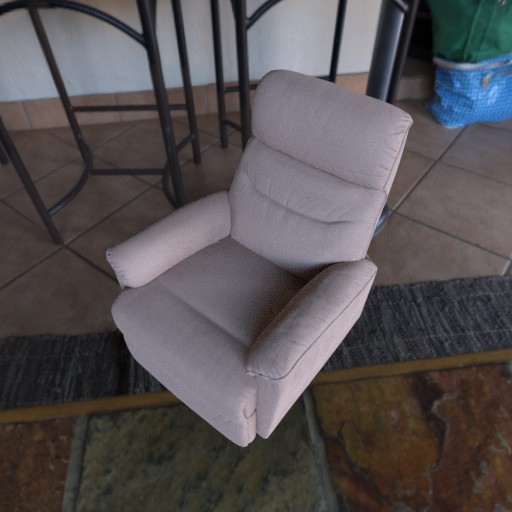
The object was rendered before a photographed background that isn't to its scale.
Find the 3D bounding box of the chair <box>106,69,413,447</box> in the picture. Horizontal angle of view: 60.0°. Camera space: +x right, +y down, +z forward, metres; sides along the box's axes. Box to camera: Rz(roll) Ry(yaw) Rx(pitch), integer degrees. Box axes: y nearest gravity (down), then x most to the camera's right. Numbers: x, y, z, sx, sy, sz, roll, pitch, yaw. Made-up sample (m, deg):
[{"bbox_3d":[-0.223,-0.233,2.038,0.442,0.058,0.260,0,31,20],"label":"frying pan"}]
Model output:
[{"bbox_3d":[0.000,0.000,1.692,0.820,1.037,1.004,30,53,26],"label":"chair"}]
